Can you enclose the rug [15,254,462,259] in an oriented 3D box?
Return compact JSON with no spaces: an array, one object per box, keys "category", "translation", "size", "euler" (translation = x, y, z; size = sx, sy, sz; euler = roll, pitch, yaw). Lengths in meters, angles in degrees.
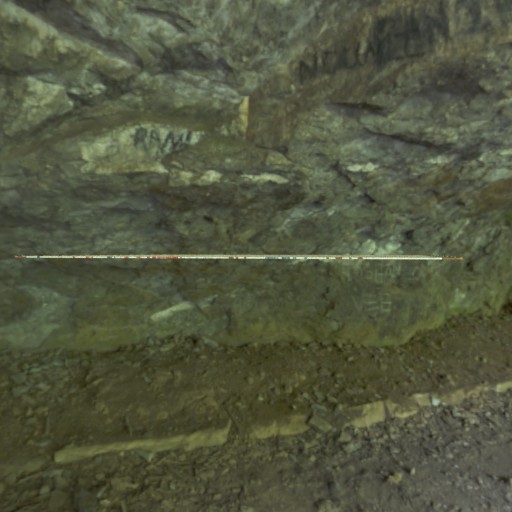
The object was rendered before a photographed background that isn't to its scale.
[{"category":"rug","translation":[0.000,0.000,4.204],"size":[3.274,0.015,2.439],"euler":[0,1,18]}]
